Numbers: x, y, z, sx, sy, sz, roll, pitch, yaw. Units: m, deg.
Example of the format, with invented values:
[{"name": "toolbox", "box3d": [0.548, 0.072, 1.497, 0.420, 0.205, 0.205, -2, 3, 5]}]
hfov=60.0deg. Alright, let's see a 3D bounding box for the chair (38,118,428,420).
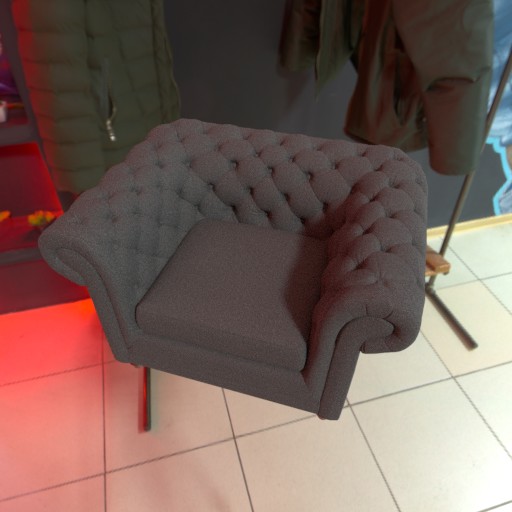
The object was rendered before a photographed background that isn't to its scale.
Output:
[{"name": "chair", "box3d": [0.000, 0.000, 1.877, 1.270, 0.770, 0.976, 11, 43, 13]}]
